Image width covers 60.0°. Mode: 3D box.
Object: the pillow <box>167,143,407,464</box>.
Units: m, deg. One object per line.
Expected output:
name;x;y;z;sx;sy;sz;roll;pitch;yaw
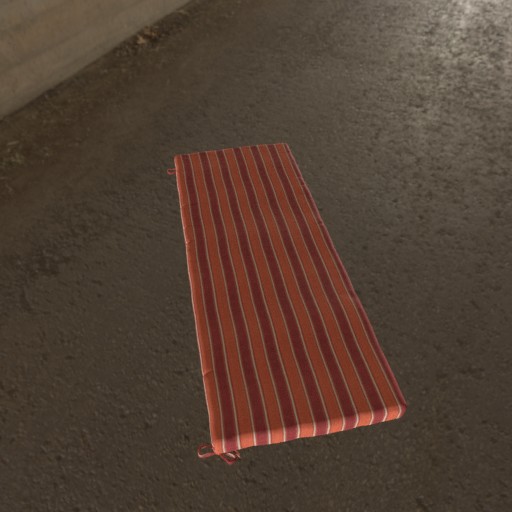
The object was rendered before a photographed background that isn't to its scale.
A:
pillow;0.000;0.000;1.389;0.492;0.081;1.187;-8;47;-8
